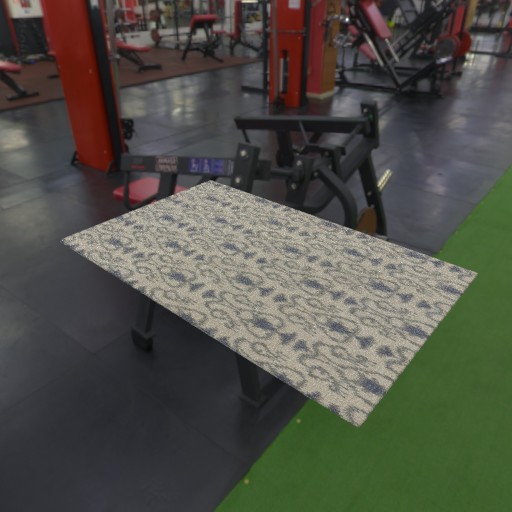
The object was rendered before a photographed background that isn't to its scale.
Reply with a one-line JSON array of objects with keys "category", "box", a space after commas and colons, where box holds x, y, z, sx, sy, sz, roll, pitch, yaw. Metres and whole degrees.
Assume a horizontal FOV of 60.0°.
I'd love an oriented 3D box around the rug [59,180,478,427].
[{"category": "rug", "box": [0.000, 0.000, 2.041, 1.652, 0.006, 1.035, 24, 39, 34]}]
